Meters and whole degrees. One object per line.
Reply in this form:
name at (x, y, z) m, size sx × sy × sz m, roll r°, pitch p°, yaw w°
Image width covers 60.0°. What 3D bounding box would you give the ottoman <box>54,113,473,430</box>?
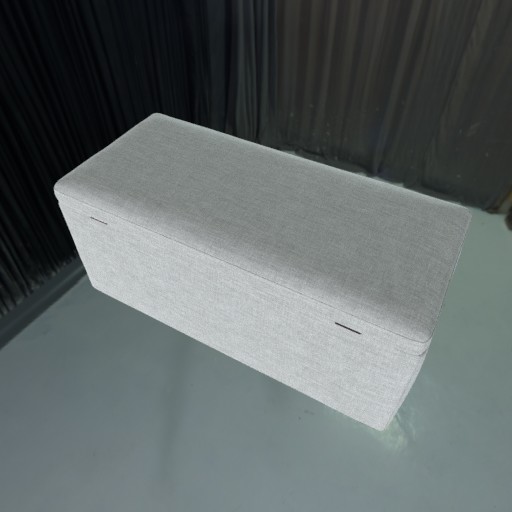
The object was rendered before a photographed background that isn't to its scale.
ottoman at (0.000, 0.000, 1.138) m, size 0.902 × 0.432 × 0.419 m, roll 22°, pitch 50°, yaw 20°
